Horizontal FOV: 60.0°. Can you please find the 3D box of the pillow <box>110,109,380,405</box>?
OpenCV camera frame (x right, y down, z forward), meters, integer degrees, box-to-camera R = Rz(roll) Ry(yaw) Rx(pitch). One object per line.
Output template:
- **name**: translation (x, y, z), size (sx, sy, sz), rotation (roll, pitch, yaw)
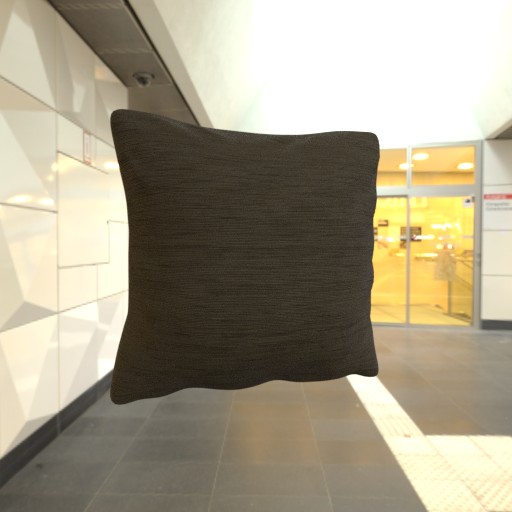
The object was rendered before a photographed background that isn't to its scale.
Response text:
- **pillow**: translation (0.000, 0.000, 0.685), size (0.432, 0.414, 0.246), rotation (0, 1, -18)
